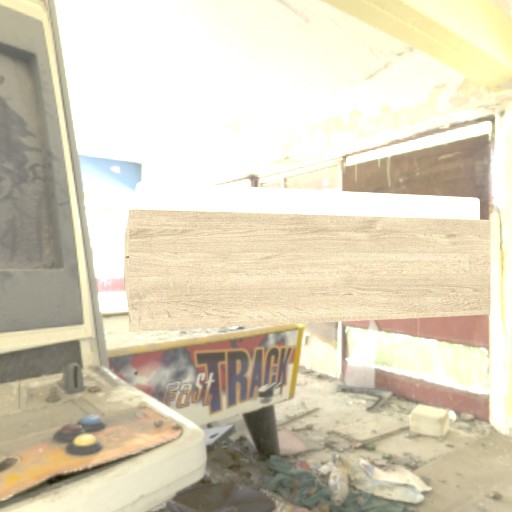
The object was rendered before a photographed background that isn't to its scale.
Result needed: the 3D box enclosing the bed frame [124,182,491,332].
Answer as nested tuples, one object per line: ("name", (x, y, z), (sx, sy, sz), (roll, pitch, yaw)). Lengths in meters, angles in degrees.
("bed frame", (0.000, 0.000, 2.563), (1.448, 0.490, 1.944), (0, 0, -17))
